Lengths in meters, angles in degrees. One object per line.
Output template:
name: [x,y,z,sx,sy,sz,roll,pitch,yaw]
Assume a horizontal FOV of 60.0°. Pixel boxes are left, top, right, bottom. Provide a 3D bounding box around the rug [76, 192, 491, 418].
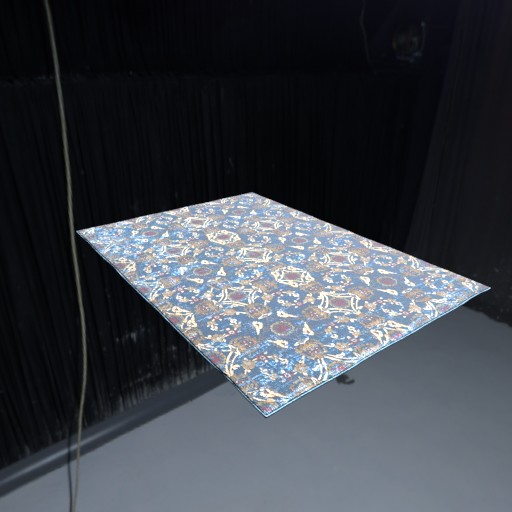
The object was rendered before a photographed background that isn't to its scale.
rug: [0.000,0.000,2.803,1.567,0.014,2.207,-18,31,-33]
